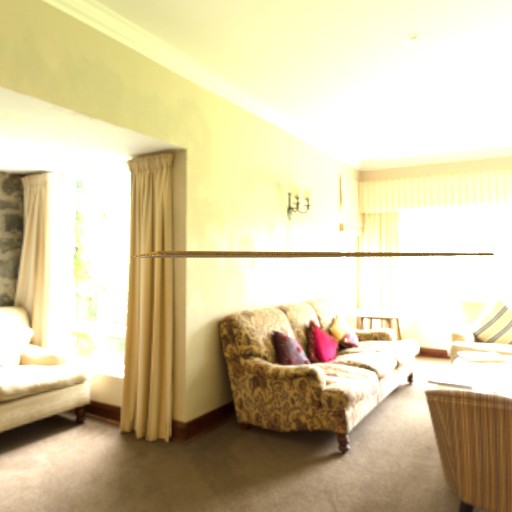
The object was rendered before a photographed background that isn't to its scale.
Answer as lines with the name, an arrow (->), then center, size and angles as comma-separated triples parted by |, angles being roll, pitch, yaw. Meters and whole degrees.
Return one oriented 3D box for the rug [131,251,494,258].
rug -> 0.000, 0.000, 2.967 | 1.524, 0.014, 2.438 | 0, -1, -18
